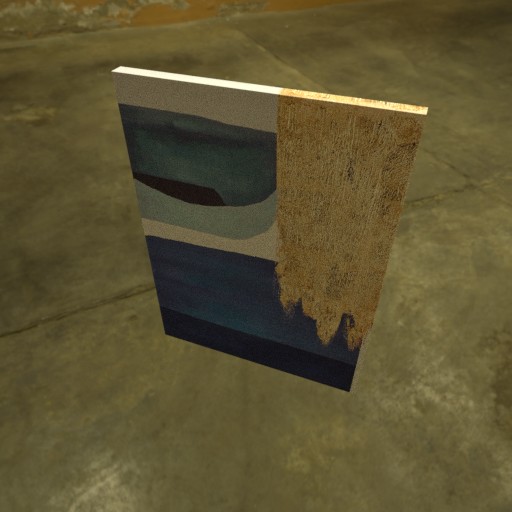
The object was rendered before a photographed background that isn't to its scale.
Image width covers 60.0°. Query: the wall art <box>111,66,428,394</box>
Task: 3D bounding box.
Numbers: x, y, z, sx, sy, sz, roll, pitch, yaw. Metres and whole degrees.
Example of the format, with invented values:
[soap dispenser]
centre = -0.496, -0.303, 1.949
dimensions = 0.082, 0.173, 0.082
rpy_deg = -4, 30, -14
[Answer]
[wall art]
centre = 0.000, 0.000, 0.814
dimensions = 0.458, 0.613, 0.026
rpy_deg = 14, 42, 16
